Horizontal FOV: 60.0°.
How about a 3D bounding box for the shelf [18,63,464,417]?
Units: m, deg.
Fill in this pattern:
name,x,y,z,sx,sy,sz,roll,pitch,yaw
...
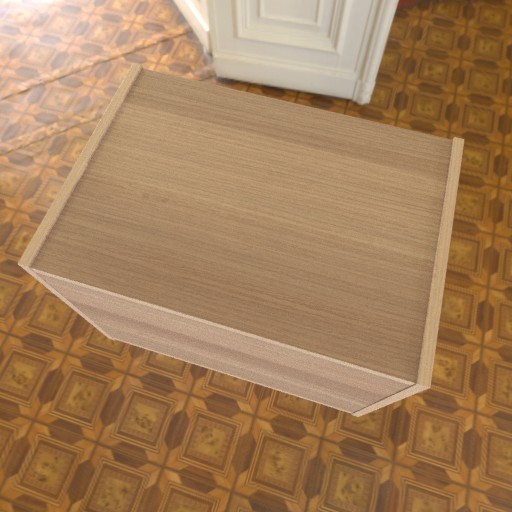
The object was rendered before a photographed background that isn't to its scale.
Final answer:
name,x,y,z,sx,sy,sz,roll,pitch,yaw
shelf,0.000,0.000,0.617,0.415,0.305,0.290,16,66,7
